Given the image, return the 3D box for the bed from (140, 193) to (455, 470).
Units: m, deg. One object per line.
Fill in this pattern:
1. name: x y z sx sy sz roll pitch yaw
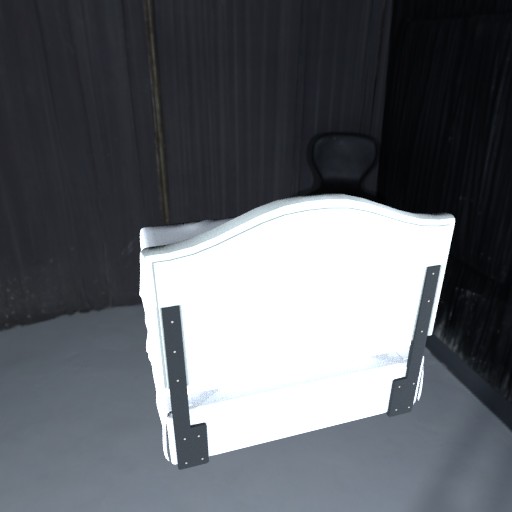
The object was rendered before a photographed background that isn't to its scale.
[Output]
1. bed: 0.000 0.000 3.444 1.813 1.607 2.180 -7 27 -15
